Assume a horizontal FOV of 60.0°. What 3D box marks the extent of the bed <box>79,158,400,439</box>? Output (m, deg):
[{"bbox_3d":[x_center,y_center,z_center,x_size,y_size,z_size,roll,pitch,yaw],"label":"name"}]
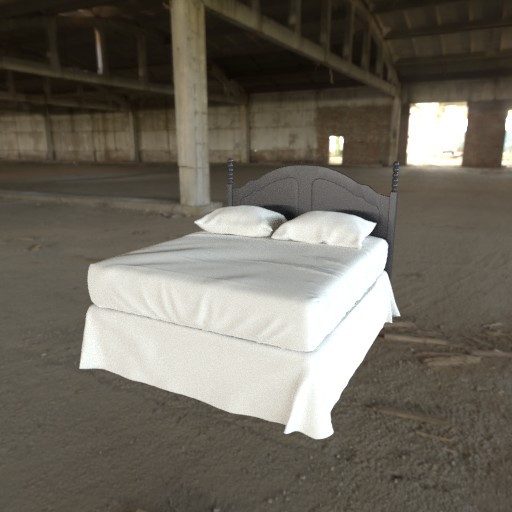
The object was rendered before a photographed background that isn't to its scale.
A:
[{"bbox_3d":[0.000,0.000,3.333,1.873,1.356,2.040,7,16,27],"label":"bed"}]
